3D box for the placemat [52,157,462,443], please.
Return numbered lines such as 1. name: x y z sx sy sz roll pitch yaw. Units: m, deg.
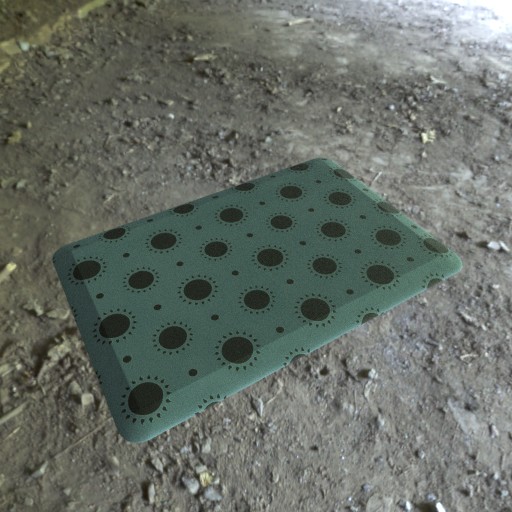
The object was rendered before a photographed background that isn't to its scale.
1. placemat: 0.000 0.000 0.957 0.762 0.021 0.508 -23 49 -21
